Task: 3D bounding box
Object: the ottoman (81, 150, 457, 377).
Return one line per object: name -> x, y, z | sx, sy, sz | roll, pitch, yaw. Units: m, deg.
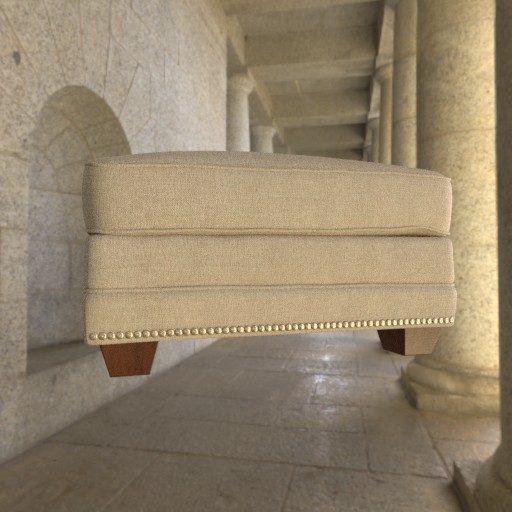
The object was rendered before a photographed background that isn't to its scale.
ottoman -> 0.000, 0.000, 1.136 | 0.813, 0.458, 0.559 | 0, -1, -18
